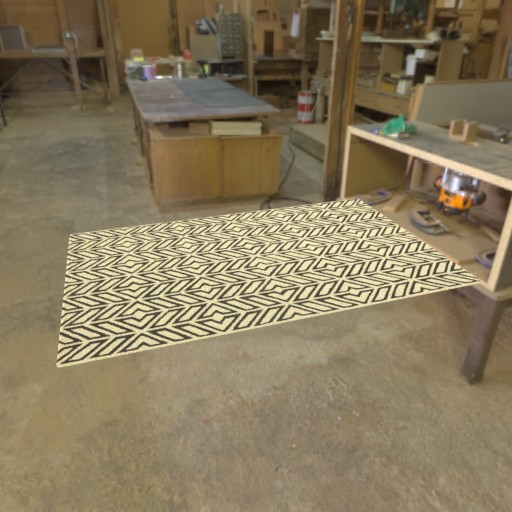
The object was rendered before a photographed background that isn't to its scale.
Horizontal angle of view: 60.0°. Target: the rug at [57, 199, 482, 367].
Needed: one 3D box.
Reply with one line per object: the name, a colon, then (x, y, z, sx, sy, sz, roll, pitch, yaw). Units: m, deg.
rug: (0.000, 0.000, 3.020, 2.438, 0.008, 1.523, -9, 29, -16)
